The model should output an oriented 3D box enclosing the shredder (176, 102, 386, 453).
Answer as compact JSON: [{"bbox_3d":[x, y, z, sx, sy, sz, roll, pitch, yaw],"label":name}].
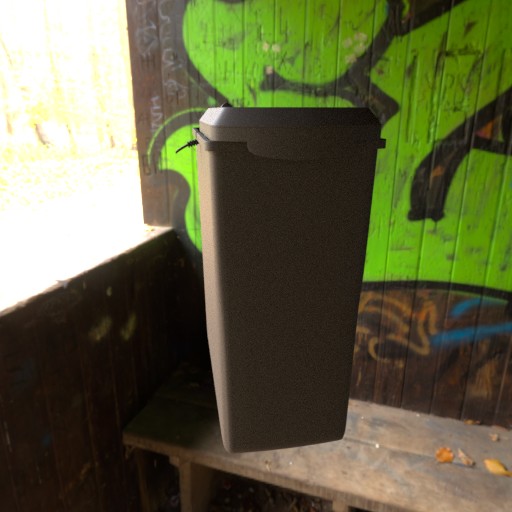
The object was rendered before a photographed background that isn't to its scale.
[{"bbox_3d":[0.000,0.000,0.513,0.170,0.335,0.320,-3,18,-9],"label":"shredder"}]
